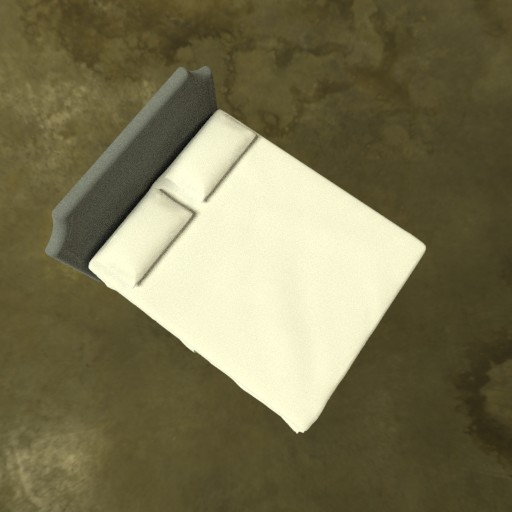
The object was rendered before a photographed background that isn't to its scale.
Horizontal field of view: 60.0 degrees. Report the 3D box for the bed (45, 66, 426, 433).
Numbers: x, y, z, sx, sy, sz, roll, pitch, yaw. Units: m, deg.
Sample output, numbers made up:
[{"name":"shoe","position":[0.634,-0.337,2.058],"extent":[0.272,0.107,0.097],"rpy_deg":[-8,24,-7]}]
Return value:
[{"name":"bed","position":[0.000,0.000,3.395],"extent":[2.259,1.296,1.811],"rpy_deg":[35,79,8]}]
